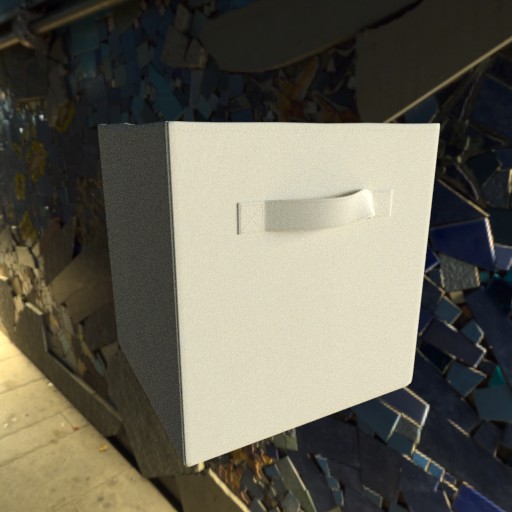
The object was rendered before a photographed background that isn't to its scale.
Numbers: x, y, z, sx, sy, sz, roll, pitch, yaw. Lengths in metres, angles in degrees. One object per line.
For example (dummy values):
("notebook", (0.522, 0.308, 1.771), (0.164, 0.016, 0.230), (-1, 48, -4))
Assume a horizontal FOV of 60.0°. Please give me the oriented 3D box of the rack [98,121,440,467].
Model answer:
("rack", (0.000, 0.000, 0.490), (0.270, 0.280, 0.270), (-9, 18, -27))
